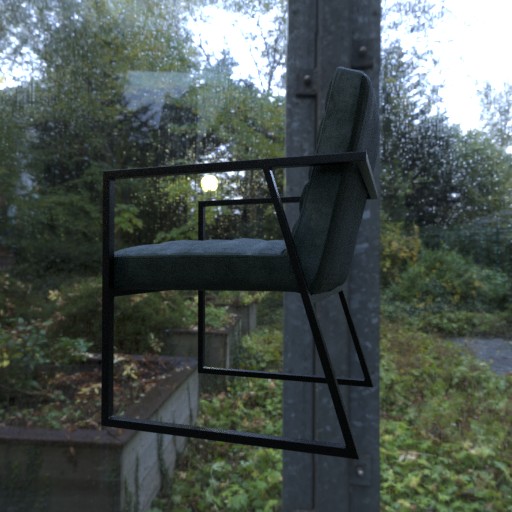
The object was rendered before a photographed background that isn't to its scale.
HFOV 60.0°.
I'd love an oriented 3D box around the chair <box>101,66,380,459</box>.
[{"bbox_3d":[0.000,0.000,1.263,0.677,0.833,0.571,0,-1,18],"label":"chair"}]
